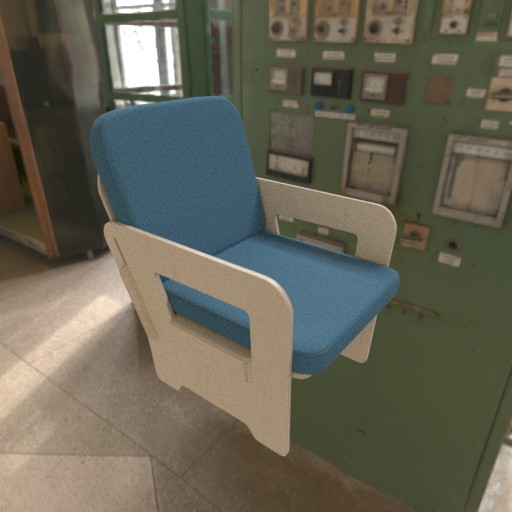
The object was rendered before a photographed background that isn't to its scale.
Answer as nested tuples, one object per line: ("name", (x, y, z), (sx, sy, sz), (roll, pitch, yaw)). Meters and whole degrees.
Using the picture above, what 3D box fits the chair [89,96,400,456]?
("chair", (0.000, 0.000, 1.183), (0.657, 0.747, 0.547), (19, 32, 33))
